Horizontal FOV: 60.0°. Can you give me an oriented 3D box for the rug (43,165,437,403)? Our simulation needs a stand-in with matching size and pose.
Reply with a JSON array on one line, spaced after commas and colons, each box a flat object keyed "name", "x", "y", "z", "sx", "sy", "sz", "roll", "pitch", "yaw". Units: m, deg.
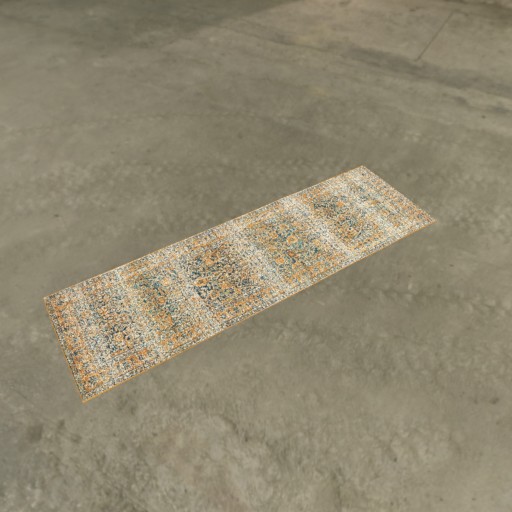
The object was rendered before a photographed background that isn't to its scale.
[{"name": "rug", "x": 0.000, "y": 0.000, "z": 2.617, "sx": 2.294, "sy": 0.014, "sz": 0.704, "roll": -25, "pitch": 52, "yaw": -21}]
